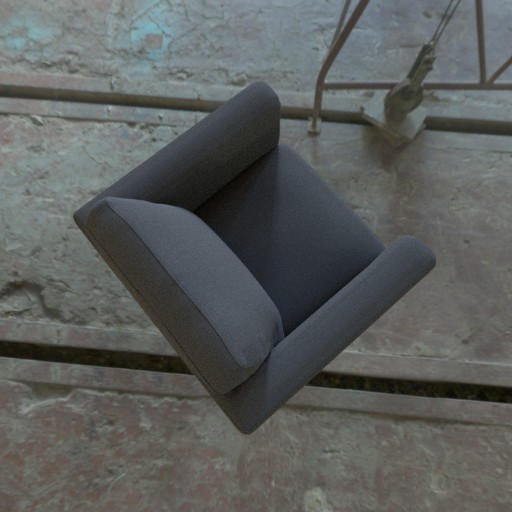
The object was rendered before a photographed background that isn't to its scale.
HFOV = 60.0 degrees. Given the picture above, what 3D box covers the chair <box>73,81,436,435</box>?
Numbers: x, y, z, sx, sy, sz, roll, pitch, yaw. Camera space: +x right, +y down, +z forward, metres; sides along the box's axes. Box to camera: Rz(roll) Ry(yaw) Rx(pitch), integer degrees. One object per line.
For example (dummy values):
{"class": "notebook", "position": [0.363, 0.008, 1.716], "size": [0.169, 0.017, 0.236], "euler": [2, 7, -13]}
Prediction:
{"class": "chair", "position": [0.000, 0.000, 1.570], "size": [0.800, 0.927, 0.854], "euler": [-39, 78, -10]}
